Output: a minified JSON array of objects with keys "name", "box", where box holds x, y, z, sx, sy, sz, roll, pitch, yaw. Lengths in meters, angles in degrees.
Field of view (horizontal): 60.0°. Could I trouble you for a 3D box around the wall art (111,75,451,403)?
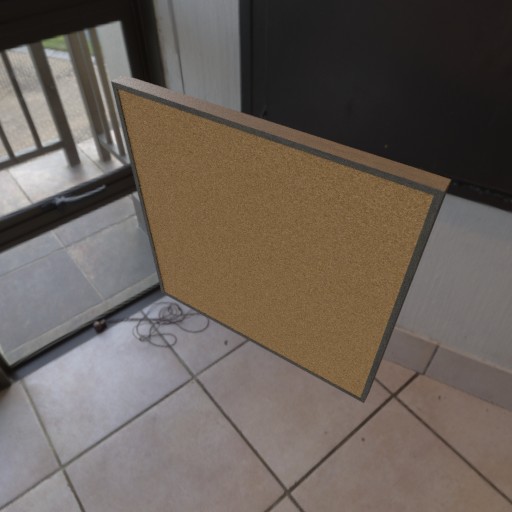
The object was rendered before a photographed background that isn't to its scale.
[{"name":"wall art","box":[0.000,0.000,1.151,0.758,0.758,0.039,25,51,22]}]
